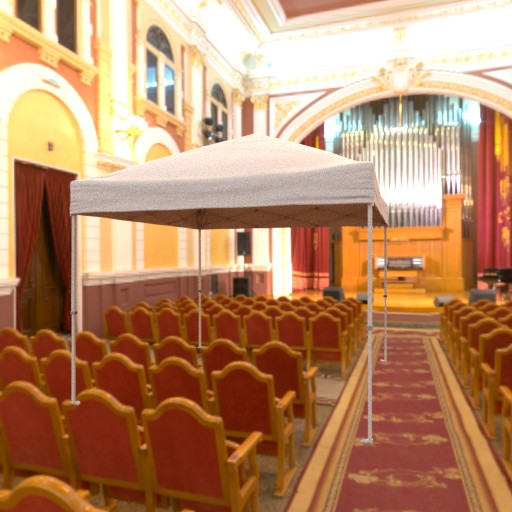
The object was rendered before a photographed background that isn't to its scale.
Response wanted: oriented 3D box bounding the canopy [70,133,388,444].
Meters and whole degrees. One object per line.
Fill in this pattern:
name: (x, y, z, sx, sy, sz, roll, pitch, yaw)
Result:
canopy: (0.000, 0.000, 5.413, 2.998, 2.997, 2.996, 0, 0, 19)
